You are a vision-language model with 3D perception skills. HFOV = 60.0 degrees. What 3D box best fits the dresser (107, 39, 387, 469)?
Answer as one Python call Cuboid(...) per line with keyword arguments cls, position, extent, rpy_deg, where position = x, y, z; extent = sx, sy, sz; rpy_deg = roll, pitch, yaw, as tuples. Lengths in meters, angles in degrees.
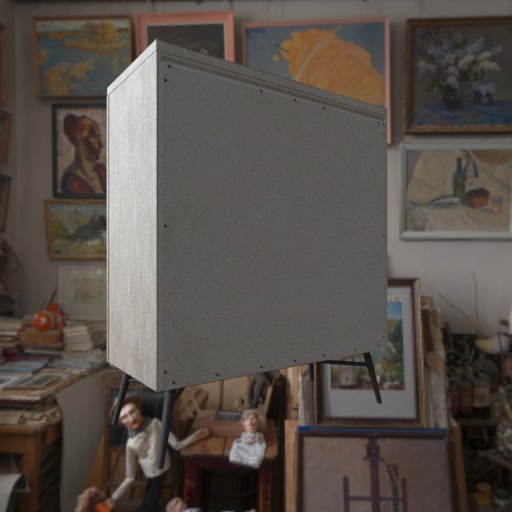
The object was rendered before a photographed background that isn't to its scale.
Cuboid(cls="dresser", position=(0.000, 0.000, 1.723), extent=(1.016, 1.219, 0.457), rpy_deg=(0, 0, -36))
